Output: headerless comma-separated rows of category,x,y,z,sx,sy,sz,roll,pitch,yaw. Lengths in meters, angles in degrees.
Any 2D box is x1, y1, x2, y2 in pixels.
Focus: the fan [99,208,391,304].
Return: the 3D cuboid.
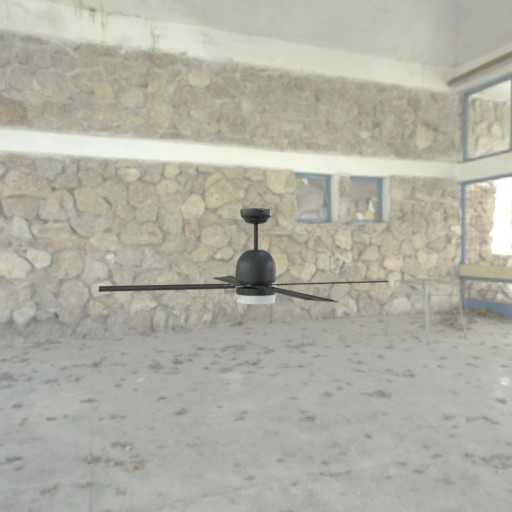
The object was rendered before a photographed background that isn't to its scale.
fan,0.000,0.000,1.969,1.319,0.410,1.319,0,1,-19
